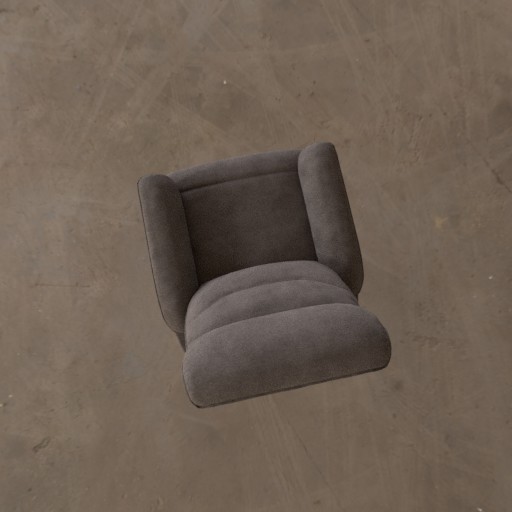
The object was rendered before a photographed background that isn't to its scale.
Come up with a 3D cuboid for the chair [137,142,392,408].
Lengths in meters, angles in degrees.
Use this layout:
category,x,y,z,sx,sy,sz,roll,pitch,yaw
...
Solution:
category,x,y,z,sx,sy,sz,roll,pitch,yaw
chair,0.000,0.000,1.777,0.830,1.036,1.009,-12,76,-3
